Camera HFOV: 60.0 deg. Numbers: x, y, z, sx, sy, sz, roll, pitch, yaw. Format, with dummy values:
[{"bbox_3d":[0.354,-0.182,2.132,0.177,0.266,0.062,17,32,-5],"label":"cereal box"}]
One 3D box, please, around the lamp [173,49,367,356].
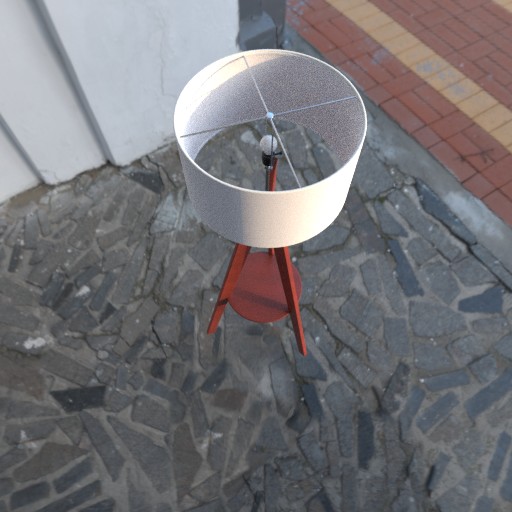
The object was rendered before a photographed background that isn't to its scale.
[{"bbox_3d":[0.000,0.000,1.732,0.542,1.472,0.539,-15,64,-8],"label":"lamp"}]
